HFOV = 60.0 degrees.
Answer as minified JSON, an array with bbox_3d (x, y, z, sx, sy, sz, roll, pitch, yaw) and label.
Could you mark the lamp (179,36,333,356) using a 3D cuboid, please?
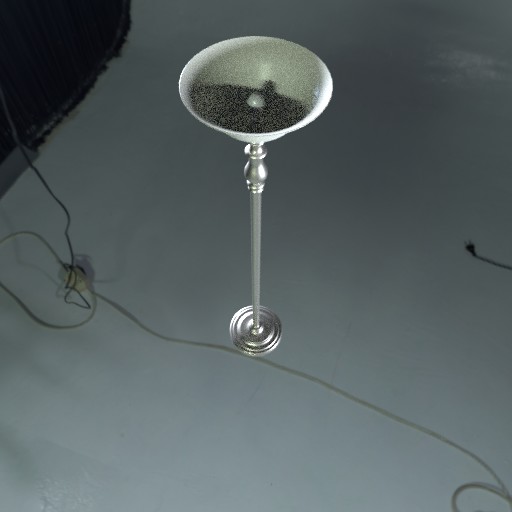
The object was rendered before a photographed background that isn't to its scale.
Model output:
[{"bbox_3d":[0.000,0.000,1.928,0.405,1.771,0.405,14,60,9],"label":"lamp"}]
